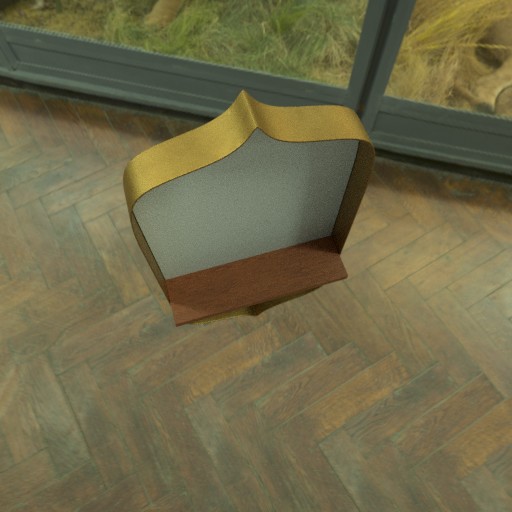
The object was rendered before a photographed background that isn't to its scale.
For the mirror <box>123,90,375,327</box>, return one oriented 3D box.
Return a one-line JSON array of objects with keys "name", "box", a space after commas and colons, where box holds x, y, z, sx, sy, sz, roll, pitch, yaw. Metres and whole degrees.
[{"name": "mirror", "box": [0.000, 0.000, 0.719, 0.323, 0.613, 0.096, -15, 65, -7]}]
